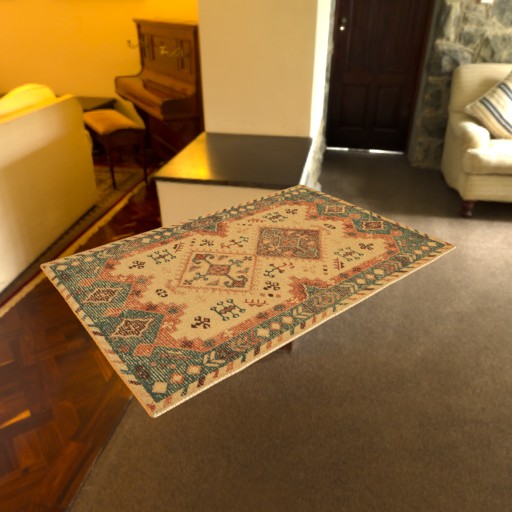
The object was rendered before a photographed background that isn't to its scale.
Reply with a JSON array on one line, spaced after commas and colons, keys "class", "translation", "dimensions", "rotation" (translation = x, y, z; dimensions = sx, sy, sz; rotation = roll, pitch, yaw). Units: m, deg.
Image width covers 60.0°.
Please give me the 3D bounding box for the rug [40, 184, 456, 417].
[{"class": "rug", "translation": [0.000, 0.000, 2.331], "dimensions": [1.840, 0.015, 1.225], "rotation": [-22, 36, -33]}]
